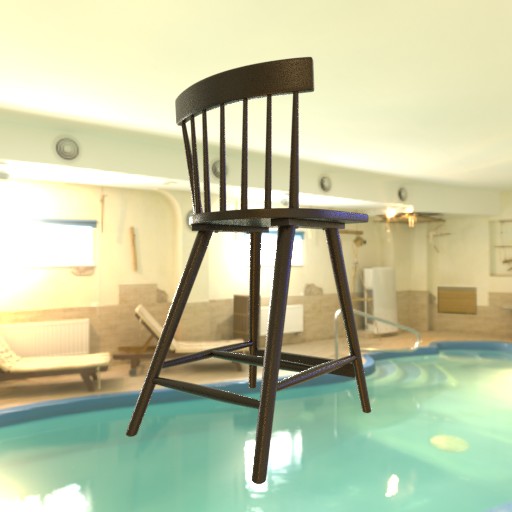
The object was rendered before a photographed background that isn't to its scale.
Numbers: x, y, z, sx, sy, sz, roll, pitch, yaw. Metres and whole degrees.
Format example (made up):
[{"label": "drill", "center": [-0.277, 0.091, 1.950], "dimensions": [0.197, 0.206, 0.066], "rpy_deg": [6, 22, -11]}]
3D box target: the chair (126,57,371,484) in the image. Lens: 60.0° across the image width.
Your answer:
[{"label": "chair", "center": [0.000, 0.000, 1.270], "dimensions": [0.483, 0.952, 0.572], "rpy_deg": [-1, -1, 37]}]
